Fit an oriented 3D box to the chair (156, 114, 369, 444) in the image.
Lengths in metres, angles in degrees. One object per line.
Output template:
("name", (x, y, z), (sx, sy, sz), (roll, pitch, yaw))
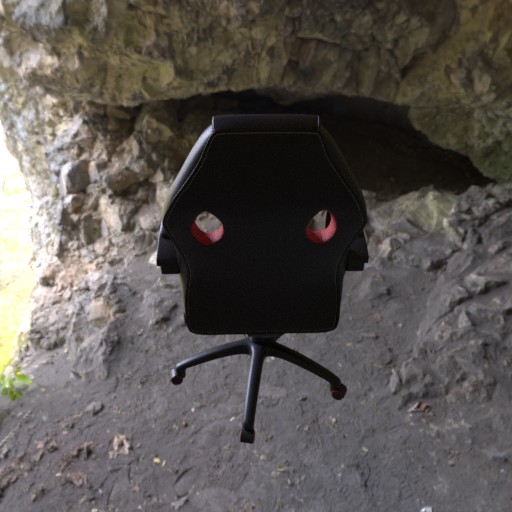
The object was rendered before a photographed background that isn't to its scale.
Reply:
("chair", (0.000, 0.000, 1.674), (0.750, 1.189, 0.783), (-1, 30, -2))
